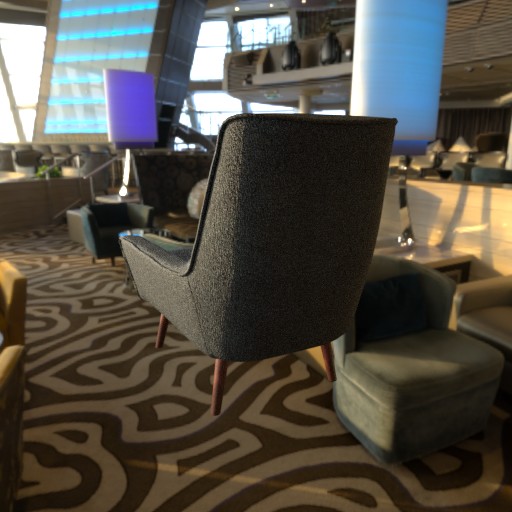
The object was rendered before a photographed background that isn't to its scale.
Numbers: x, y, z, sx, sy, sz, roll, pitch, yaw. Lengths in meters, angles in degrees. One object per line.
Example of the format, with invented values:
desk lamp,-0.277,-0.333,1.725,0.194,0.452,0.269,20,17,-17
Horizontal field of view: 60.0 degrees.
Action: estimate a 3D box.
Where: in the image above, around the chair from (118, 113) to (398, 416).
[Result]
chair,0.000,0.000,1.504,0.763,0.883,0.859,-7,16,-26
